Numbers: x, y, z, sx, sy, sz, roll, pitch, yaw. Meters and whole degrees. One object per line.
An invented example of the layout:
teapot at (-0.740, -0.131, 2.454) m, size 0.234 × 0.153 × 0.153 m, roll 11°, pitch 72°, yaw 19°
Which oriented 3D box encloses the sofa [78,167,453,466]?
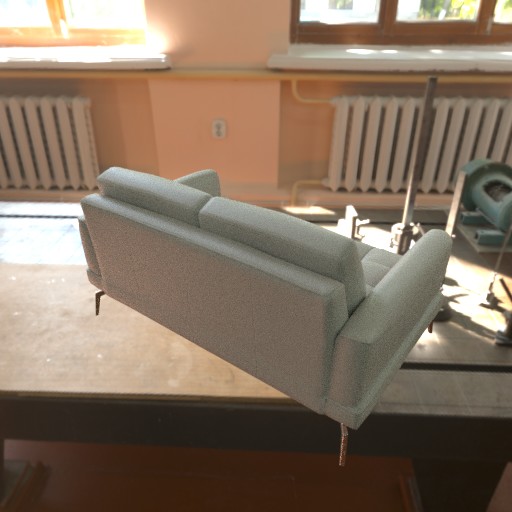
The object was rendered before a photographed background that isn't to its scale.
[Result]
sofa at (0.000, 0.000, 2.453) m, size 1.819 × 0.930 × 1.121 m, roll 21°, pitch 35°, yaw 32°
